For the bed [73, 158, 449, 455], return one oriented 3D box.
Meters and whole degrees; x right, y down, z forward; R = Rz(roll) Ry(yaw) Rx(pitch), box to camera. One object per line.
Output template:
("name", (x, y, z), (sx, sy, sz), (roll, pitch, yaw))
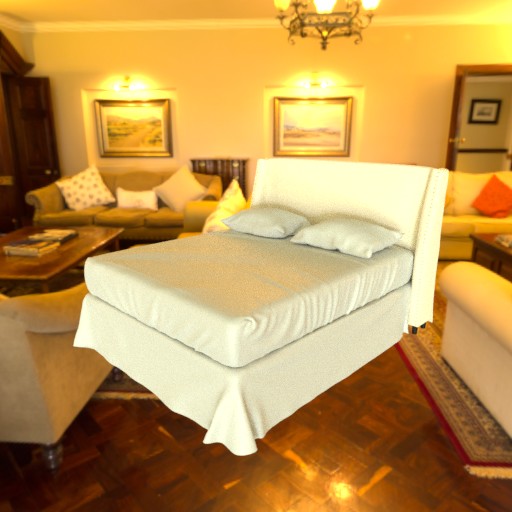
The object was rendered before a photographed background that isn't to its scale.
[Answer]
("bed", (0.000, 0.000, 3.397), (1.925, 1.332, 2.276), (15, 22, 42))
